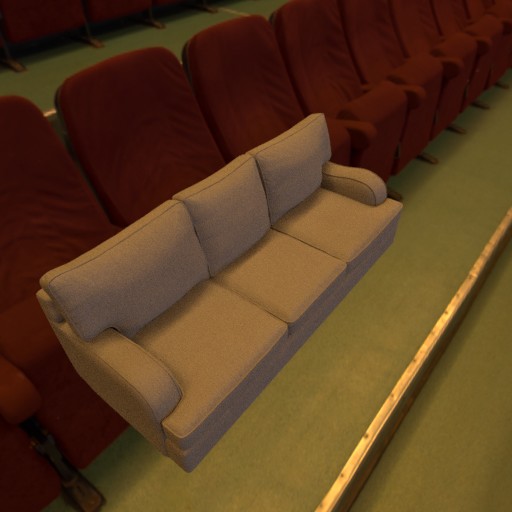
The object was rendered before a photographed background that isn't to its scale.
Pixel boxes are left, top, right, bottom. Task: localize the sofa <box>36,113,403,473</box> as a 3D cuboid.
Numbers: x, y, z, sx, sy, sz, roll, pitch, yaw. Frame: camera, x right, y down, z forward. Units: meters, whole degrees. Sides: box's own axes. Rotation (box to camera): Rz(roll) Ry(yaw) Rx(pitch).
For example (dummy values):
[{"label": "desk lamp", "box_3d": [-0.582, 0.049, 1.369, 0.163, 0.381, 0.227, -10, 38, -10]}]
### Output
[{"label": "sofa", "box_3d": [0.000, 0.000, 2.821, 1.016, 0.991, 2.323, 28, 49, 28]}]
